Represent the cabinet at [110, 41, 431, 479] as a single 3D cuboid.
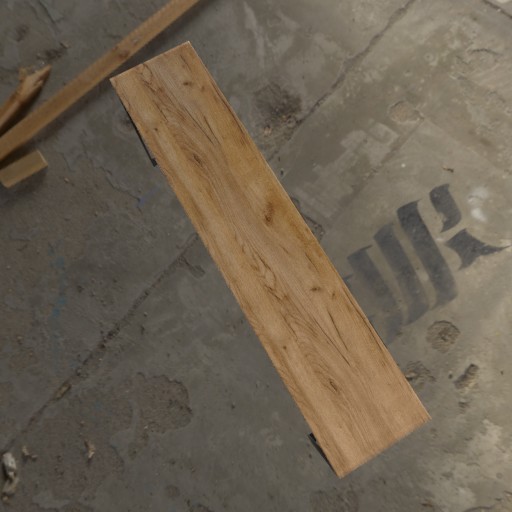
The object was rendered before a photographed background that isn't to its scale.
[{"bbox_3d":[0.000,0.000,2.084,0.395,0.762,1.800,-29,77,-7],"label":"cabinet"}]
